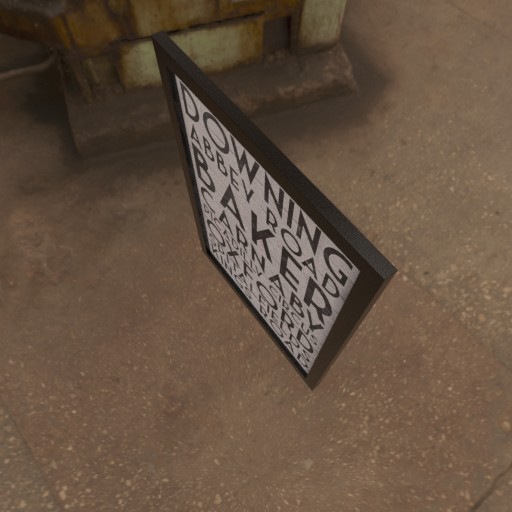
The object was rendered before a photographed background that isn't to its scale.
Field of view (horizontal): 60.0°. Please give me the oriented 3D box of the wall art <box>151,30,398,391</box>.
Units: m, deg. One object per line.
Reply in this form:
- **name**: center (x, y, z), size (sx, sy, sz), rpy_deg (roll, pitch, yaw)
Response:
- **wall art**: center (0.000, 0.000, 0.829), size (0.019, 0.656, 0.462), rpy_deg (-34, 68, -15)
